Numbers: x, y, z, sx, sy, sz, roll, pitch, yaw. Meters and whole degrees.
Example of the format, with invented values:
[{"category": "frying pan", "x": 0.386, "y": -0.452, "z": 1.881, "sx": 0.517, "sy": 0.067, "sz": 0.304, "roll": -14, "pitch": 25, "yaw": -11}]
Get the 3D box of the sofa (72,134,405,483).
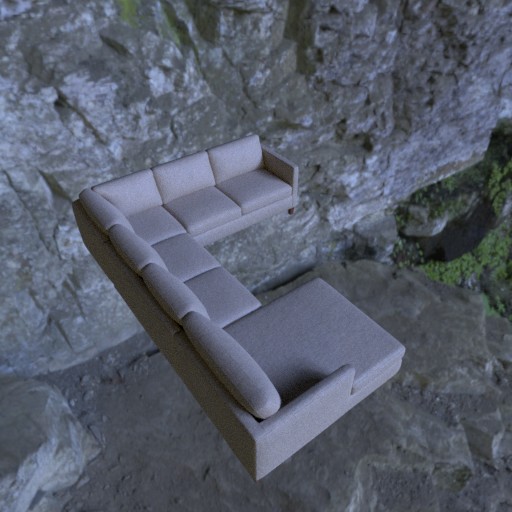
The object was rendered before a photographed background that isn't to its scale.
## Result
[{"category": "sofa", "x": 0.000, "y": 0.000, "z": 4.511, "sx": 2.551, "sy": 0.889, "sz": 3.403, "roll": -26, "pitch": 47, "yaw": -27}]
